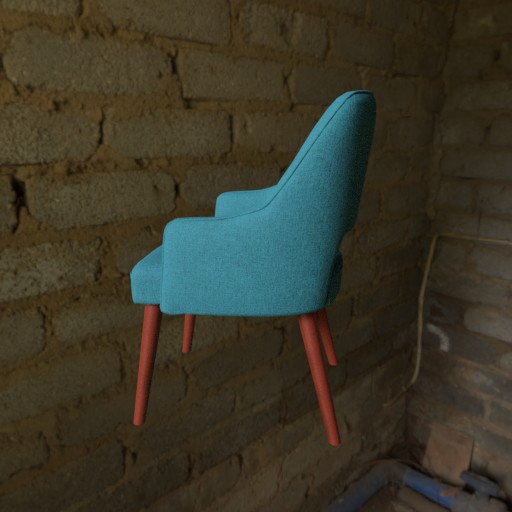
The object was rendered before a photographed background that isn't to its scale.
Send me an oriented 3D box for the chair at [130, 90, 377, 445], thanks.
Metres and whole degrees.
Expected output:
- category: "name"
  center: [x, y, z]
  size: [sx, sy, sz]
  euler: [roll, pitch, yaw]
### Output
- category: "chair"
  center: [0.000, 0.000, 1.246]
  size: [0.605, 0.849, 0.548]
  euler: [2, 15, 9]
